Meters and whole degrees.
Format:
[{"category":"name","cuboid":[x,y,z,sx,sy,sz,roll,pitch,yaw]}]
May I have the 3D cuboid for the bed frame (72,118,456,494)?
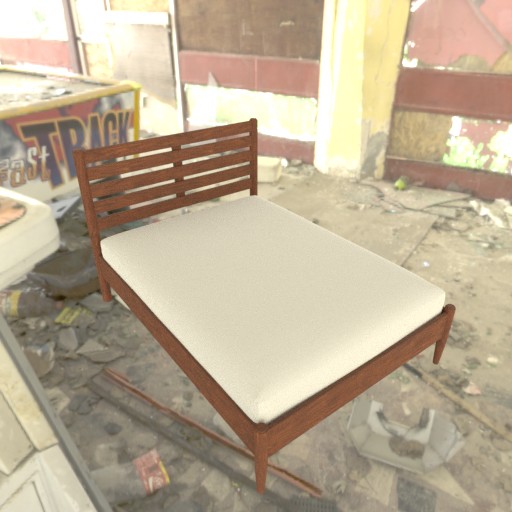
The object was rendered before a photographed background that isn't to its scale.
[{"category":"bed frame","cuboid":[0.000,0.000,3.176,1.655,1.321,2.234,-21,36,-32]}]
